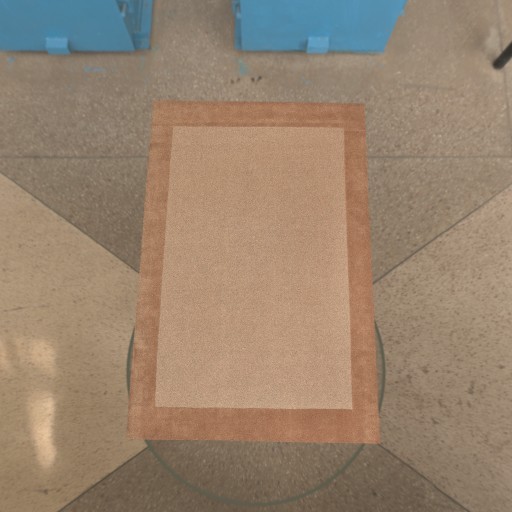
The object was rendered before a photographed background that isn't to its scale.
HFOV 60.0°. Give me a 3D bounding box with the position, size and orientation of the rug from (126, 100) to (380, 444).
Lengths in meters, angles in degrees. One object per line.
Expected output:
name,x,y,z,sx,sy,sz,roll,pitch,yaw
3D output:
rug,0.000,0.000,2.341,1.219,0.014,1.829,1,76,0
